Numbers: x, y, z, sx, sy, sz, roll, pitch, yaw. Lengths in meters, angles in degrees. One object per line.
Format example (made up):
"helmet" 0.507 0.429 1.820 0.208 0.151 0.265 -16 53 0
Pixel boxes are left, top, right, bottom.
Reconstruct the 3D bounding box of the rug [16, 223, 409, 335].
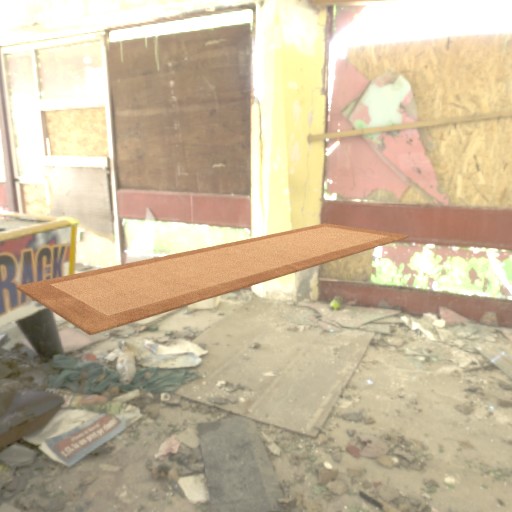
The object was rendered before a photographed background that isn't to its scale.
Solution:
"rug" 0.000 0.000 2.662 0.764 0.017 2.439 13 19 43
